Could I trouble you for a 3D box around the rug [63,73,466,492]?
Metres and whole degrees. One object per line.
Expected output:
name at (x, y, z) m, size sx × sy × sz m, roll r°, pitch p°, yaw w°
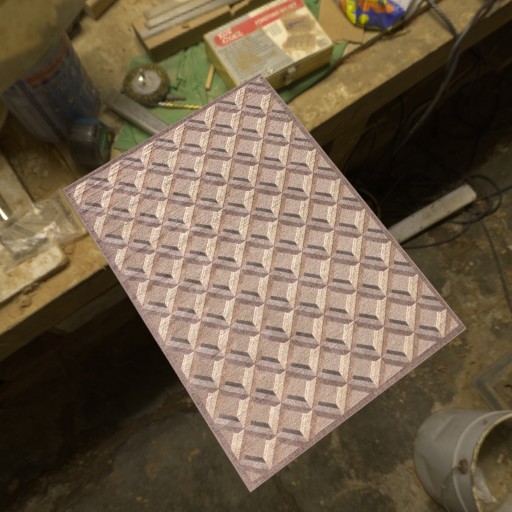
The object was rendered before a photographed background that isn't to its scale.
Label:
rug at (0.000, 0.000, 4.199) m, size 2.382 × 0.018 × 3.294 m, roll -34°, pitch 77°, yaw -9°
